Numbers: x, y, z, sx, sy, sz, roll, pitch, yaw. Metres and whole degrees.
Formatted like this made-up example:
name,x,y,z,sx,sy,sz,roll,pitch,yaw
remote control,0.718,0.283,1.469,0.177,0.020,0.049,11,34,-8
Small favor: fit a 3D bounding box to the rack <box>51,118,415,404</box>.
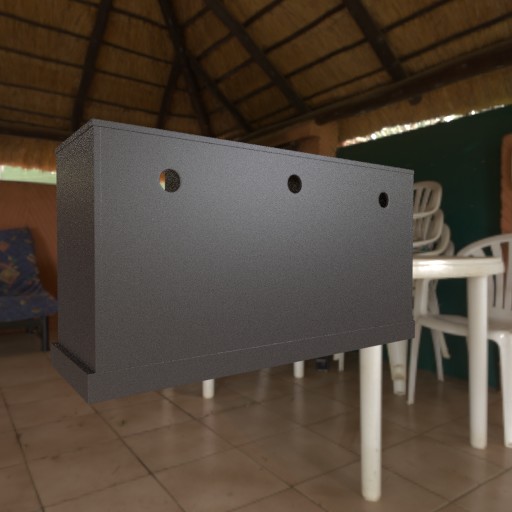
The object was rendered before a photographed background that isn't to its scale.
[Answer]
name,x,y,z,sx,sy,sz,roll,pitch,yaw
rack,0.000,0.000,1.492,1.206,0.635,0.399,-1,2,-36
